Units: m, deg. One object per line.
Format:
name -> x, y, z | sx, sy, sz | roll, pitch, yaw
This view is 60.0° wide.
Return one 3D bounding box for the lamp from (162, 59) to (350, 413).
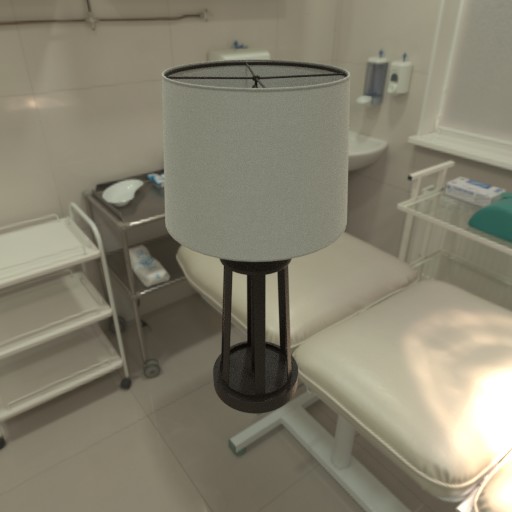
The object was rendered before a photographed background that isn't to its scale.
lamp -> 0.000, 0.000, 0.655 | 0.251, 0.509, 0.251 | 0, 31, 0
